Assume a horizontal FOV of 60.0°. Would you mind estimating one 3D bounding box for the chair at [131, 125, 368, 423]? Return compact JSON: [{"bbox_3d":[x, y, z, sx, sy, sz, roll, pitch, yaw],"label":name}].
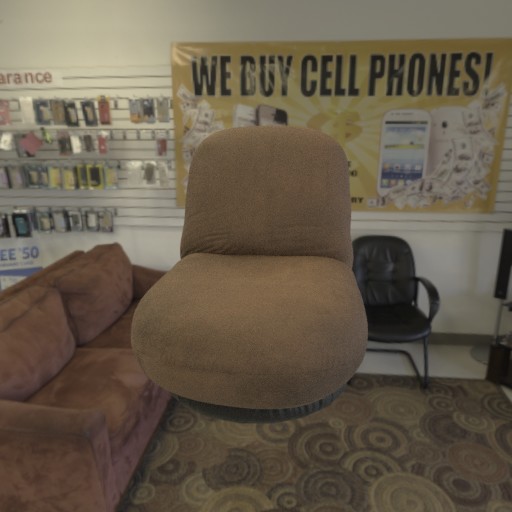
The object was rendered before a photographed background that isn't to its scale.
[{"bbox_3d":[0.000,0.000,1.043,0.521,0.594,0.597,2,16,8],"label":"chair"}]
